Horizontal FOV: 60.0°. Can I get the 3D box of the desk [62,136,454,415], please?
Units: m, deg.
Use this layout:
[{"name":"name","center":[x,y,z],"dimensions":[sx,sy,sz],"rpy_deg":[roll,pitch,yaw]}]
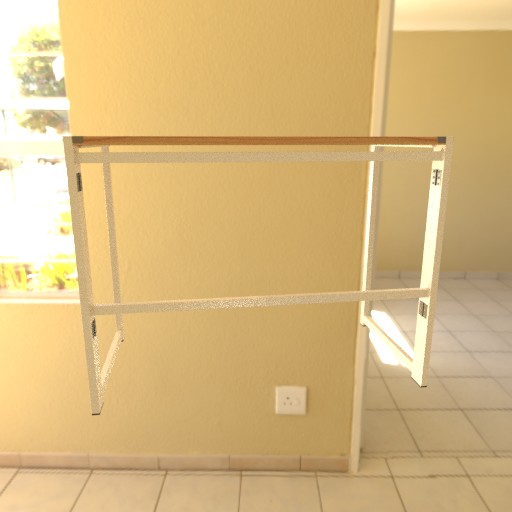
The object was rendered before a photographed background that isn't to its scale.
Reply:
[{"name":"desk","center":[0.000,0.000,1.470],"dimensions":[1.016,0.762,0.508],"rpy_deg":[-2,15,-8]}]
